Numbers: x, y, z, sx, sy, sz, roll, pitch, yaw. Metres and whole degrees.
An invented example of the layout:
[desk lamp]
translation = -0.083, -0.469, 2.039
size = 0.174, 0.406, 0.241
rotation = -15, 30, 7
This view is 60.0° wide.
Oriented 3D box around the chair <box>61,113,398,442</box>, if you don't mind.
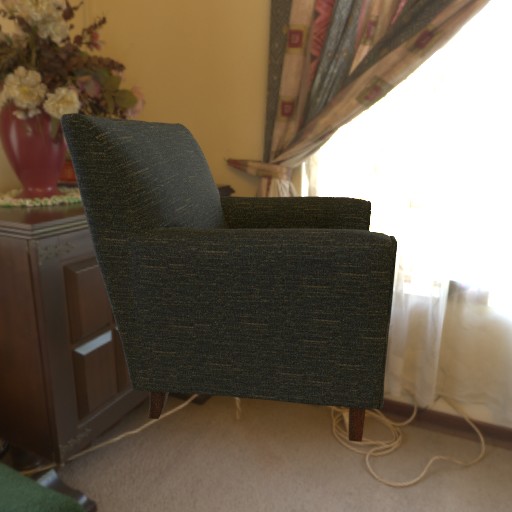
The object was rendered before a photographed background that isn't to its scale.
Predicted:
[chair]
translation = 0.000, 0.000, 1.569
size = 0.873, 0.928, 0.864
rotation = 2, 15, 8
